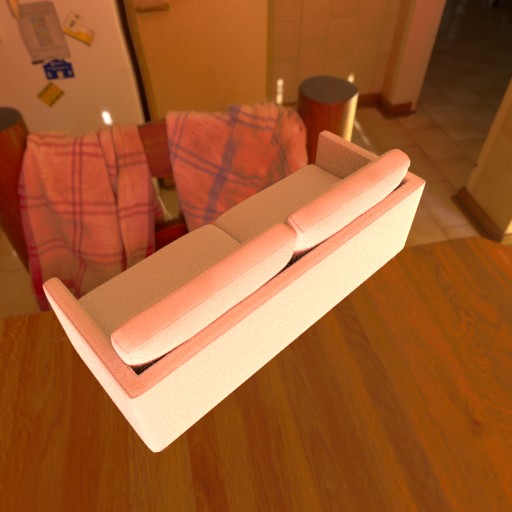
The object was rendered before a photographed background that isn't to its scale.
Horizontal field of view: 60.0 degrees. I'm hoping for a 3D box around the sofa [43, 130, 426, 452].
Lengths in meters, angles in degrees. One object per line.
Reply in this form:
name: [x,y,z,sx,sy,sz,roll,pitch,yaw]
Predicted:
sofa: [0.000,0.000,2.907,2.361,0.962,0.951,-34,55,-28]
